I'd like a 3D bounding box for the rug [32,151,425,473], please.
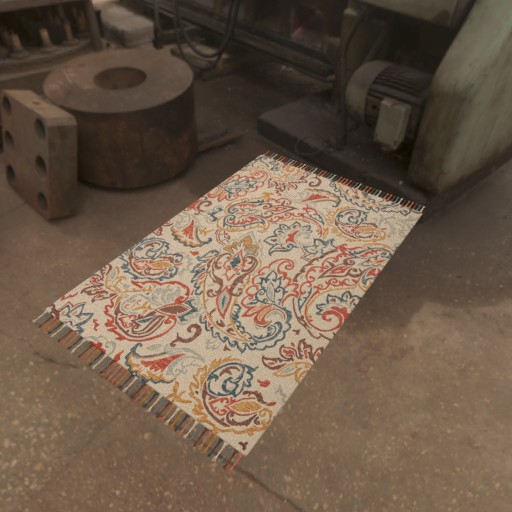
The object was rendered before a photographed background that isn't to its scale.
[{"bbox_3d":[0.000,0.000,2.442,1.218,0.010,1.997,26,48,25],"label":"rug"}]
